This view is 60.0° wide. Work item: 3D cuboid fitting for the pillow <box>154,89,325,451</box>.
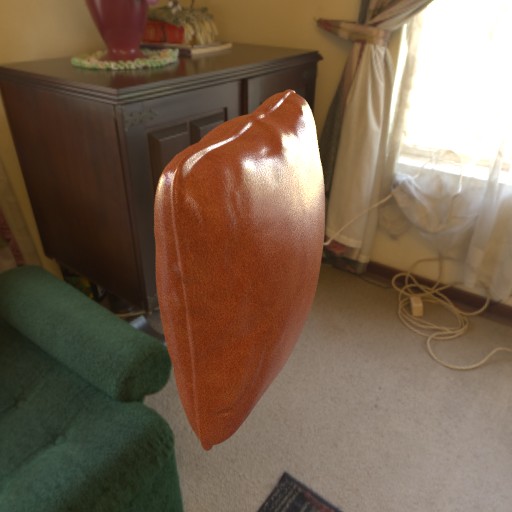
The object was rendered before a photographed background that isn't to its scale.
[{"bbox_3d":[0.000,0.000,0.831,0.236,0.523,0.532,10,32,17],"label":"pillow"}]
